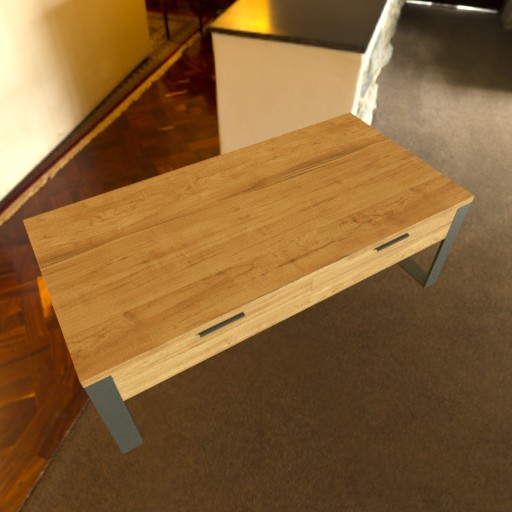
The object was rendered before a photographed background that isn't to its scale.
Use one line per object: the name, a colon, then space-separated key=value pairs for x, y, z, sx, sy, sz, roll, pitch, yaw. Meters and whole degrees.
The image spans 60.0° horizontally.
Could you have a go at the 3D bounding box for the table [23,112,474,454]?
table: x=0.000 y=0.000 z=1.430 sx=1.180 sy=0.400 sz=0.590 roll=-23 pitch=51 yaw=-21
